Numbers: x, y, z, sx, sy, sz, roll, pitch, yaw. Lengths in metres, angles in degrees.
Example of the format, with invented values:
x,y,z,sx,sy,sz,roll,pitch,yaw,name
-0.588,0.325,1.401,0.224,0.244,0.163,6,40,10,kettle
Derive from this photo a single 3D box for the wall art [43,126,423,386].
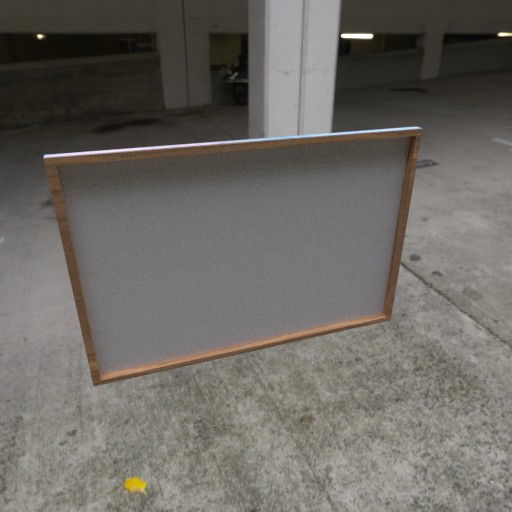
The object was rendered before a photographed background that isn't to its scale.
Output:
x,y,z,sx,sy,sz,roll,pitch,yaw,name
0.000,0.000,0.776,0.604,0.402,0.018,-9,28,-17,wall art
